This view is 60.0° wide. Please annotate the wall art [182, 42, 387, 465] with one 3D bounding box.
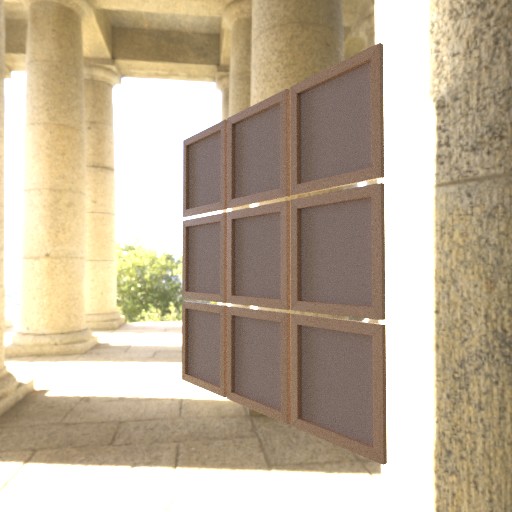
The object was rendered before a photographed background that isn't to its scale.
[{"bbox_3d":[0.000,0.000,1.754,0.016,1.207,1.217,1,-2,-37],"label":"wall art"}]
